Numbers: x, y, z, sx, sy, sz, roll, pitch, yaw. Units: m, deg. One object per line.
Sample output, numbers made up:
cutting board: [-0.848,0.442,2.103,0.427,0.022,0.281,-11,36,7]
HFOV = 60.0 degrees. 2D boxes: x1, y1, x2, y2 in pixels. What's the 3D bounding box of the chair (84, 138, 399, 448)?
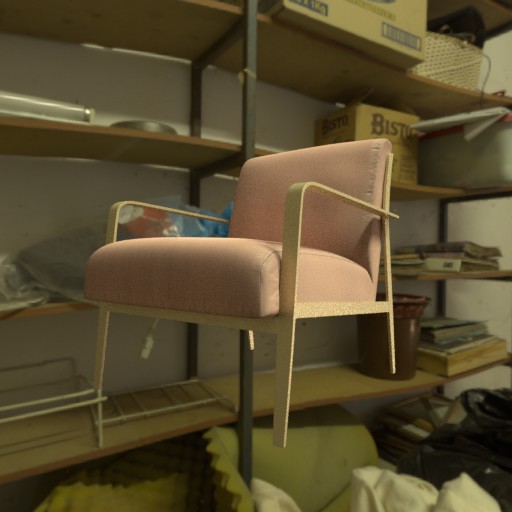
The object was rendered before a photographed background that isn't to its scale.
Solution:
chair: [0.000,0.000,1.429,0.701,0.823,0.848,1,1,37]
